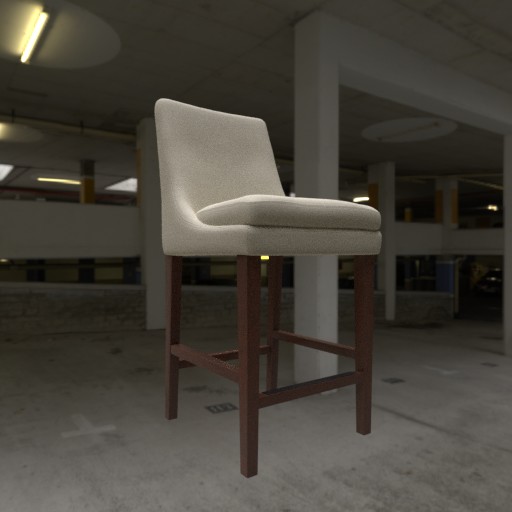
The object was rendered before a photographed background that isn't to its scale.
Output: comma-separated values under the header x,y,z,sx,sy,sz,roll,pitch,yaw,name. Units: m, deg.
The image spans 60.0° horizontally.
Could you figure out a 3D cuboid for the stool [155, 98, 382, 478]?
x,y,z,sx,sy,sz,roll,pitch,yaw,name
0.000,0.000,1.307,0.470,0.981,0.577,-1,1,-36,stool
